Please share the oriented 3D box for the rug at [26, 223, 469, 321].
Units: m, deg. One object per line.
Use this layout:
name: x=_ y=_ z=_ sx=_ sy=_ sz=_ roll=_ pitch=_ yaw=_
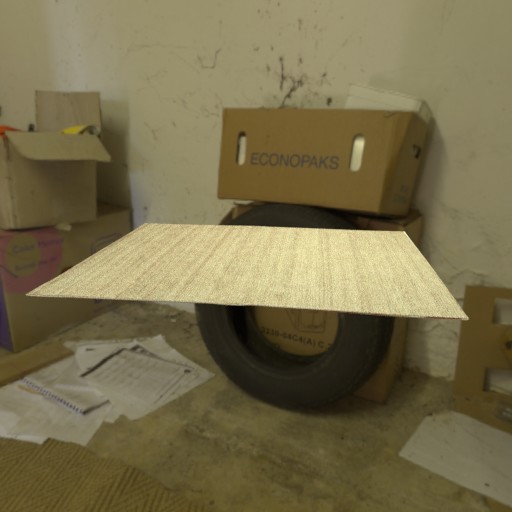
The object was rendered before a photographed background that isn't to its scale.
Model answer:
rug: x=0.000 y=0.000 z=4.279 sx=3.202 sy=0.045 sz=2.434 roll=2 pitch=17 yaw=8
